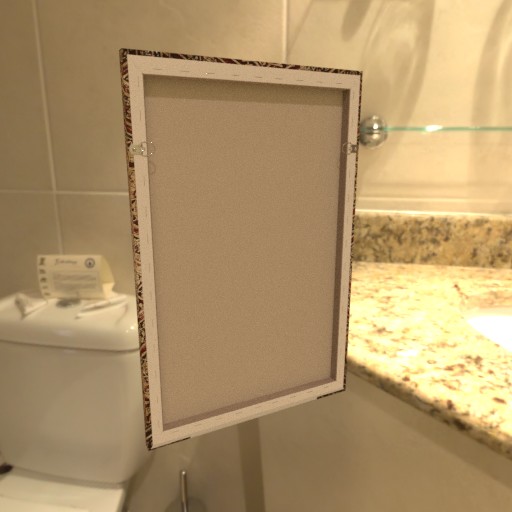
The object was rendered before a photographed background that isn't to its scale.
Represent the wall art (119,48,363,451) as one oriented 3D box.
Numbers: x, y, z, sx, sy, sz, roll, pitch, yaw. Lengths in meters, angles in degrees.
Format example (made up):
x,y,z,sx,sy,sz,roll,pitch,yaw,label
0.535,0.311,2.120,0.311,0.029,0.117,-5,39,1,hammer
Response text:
x,y,z,sx,sy,sz,roll,pitch,yaw,label
0.000,0.000,0.736,0.397,0.599,0.020,-7,16,-26,wall art
